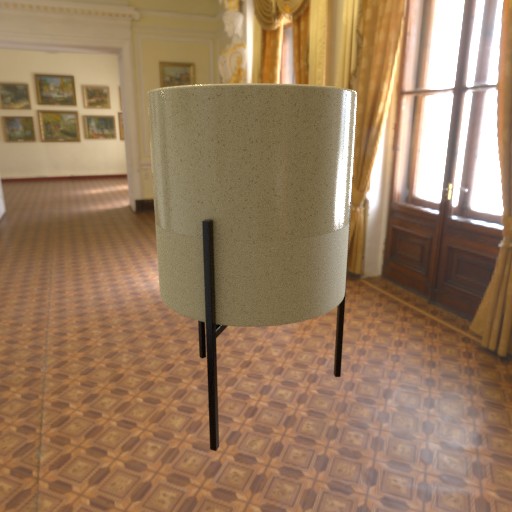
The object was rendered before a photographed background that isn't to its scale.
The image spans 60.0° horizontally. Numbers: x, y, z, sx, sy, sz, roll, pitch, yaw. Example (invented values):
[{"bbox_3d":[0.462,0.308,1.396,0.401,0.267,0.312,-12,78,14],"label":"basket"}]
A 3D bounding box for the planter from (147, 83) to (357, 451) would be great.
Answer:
[{"bbox_3d":[0.000,0.000,0.562,0.243,0.390,0.234,-3,17,-10],"label":"planter"}]
